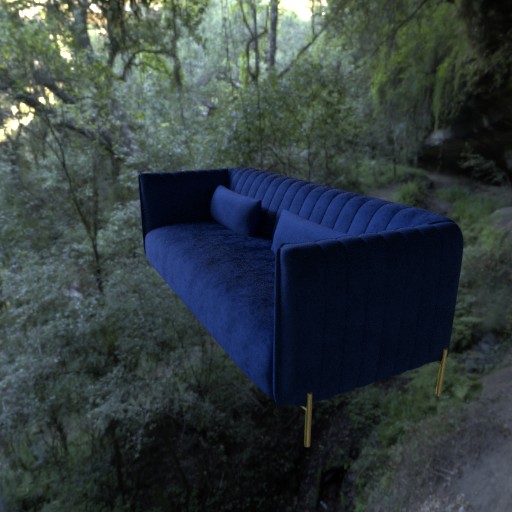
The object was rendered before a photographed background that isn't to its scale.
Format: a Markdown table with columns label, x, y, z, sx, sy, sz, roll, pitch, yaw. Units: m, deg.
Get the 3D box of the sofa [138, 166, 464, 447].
| label | x | y | z | sx | sy | sz | roll | pitch | yaw |
| --- | --- | --- | --- | --- | --- | --- | --- | --- | --- |
| sofa | 0.000 | 0.000 | 2.563 | 0.896 | 0.793 | 2.136 | -9 | 20 | -25 |
